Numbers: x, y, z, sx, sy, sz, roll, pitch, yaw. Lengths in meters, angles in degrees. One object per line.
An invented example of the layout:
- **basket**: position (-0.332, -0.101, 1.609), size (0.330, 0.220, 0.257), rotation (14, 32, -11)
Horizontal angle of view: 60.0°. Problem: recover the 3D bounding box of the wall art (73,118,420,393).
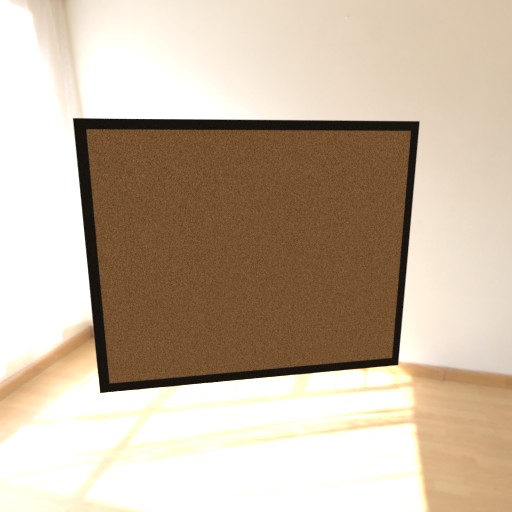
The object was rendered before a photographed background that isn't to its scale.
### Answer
- **wall art**: position (0.000, 0.000, 0.554), size (0.397, 0.325, 0.028), rotation (-3, 15, -10)
